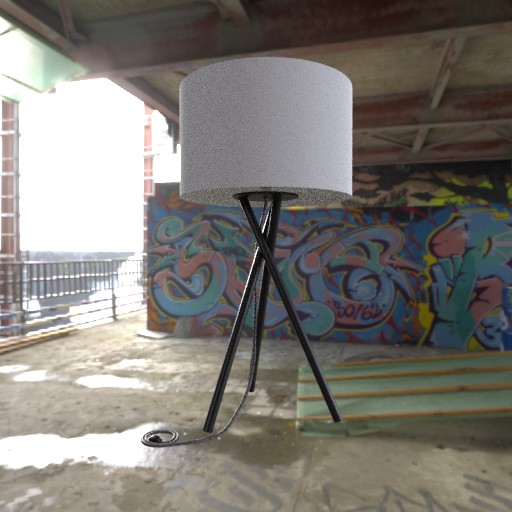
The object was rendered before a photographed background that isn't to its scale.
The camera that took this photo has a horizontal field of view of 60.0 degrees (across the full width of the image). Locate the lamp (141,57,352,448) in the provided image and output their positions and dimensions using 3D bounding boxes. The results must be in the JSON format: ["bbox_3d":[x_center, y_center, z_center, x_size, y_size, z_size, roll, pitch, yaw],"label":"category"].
[{"bbox_3d":[0.000,0.000,0.898,0.353,0.674,0.422,0,1,35],"label":"lamp"}]
